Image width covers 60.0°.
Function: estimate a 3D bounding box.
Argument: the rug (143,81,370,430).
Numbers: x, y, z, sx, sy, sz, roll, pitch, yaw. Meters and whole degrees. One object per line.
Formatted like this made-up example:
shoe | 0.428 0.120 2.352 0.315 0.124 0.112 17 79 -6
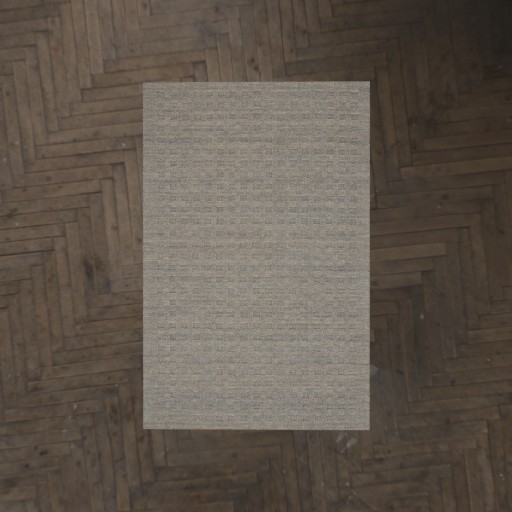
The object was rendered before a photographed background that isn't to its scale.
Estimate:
rug | 0.000 0.000 2.237 1.142 0.006 1.752 0 90 1
